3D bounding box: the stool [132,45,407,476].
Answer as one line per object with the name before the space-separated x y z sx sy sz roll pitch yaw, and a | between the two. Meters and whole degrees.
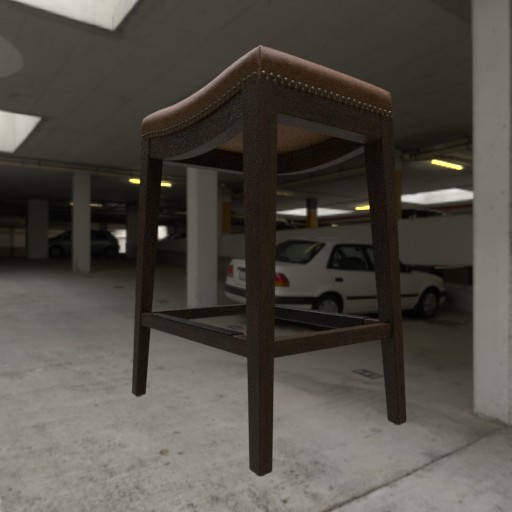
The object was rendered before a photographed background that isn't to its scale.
stool | 0.000 0.000 0.958 0.361 0.660 0.500 0 0 -37
